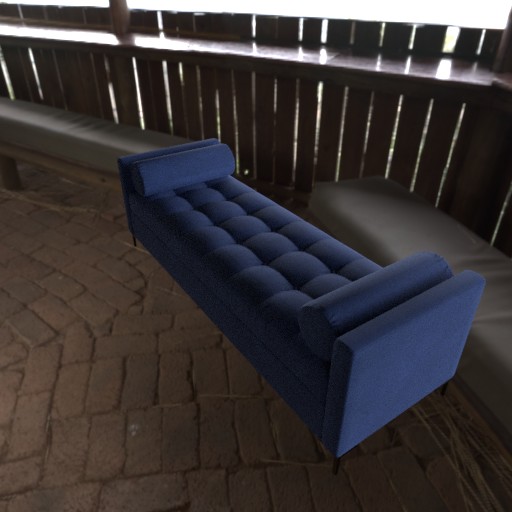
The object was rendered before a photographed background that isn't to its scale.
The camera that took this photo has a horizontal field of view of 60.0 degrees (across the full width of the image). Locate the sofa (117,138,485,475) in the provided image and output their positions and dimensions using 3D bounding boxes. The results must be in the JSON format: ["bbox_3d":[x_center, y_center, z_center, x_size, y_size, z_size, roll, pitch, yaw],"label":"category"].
[{"bbox_3d":[0.000,0.000,2.288,0.686,0.635,1.981,-20,38,-28],"label":"sofa"}]
